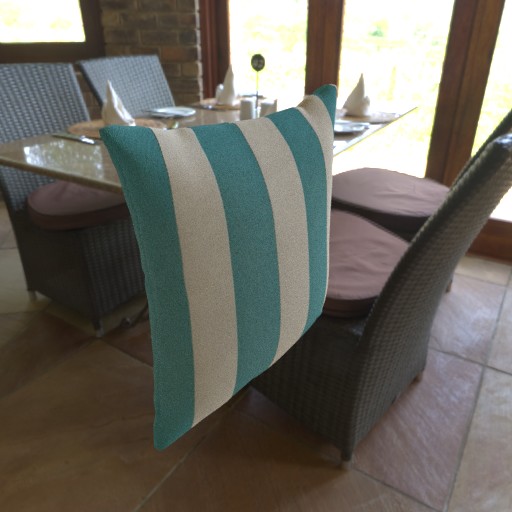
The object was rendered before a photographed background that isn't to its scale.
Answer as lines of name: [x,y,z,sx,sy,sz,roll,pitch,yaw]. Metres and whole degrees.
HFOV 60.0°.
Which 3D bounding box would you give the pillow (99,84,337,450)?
pillow: [0.000,0.000,0.779,0.189,0.526,0.536,18,32,32]
